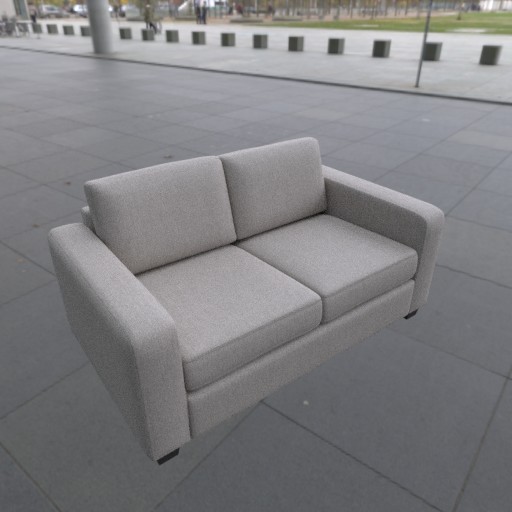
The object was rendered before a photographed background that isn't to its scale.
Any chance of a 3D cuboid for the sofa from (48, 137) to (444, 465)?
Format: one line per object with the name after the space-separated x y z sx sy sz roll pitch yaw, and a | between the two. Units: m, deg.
0.000 0.000 2.008 1.540 0.800 0.900 -20 35 -31 | sofa
